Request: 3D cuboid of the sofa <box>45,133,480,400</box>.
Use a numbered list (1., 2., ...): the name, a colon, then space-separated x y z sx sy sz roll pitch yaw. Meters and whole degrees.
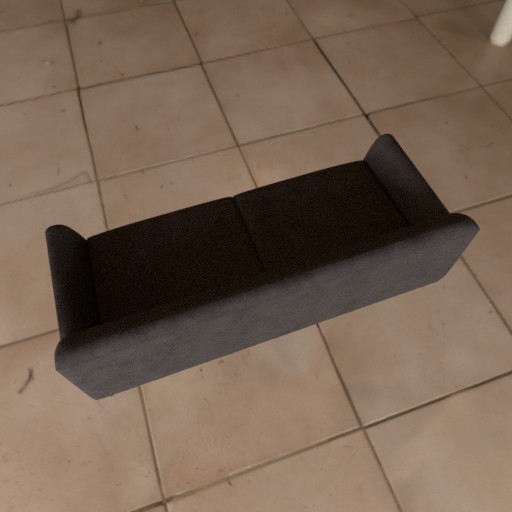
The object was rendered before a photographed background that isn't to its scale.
1. sofa: 0.000 0.000 2.623 2.190 0.740 0.900 -17 60 -10
